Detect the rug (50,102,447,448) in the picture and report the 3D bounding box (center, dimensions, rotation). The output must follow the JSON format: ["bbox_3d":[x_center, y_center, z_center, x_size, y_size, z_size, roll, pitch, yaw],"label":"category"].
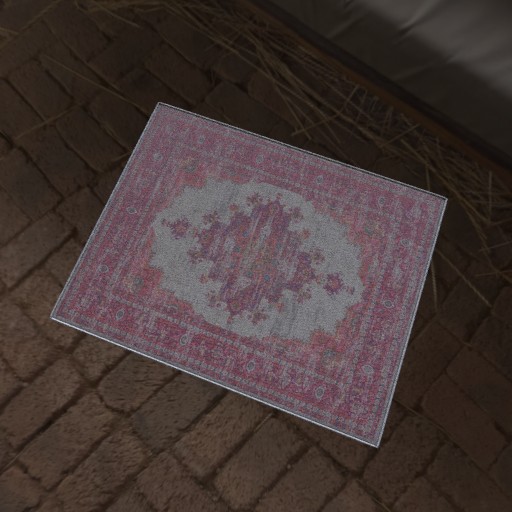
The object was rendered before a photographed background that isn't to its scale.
[{"bbox_3d":[0.000,0.000,4.209,3.123,0.017,2.447,20,75,6],"label":"rug"}]
